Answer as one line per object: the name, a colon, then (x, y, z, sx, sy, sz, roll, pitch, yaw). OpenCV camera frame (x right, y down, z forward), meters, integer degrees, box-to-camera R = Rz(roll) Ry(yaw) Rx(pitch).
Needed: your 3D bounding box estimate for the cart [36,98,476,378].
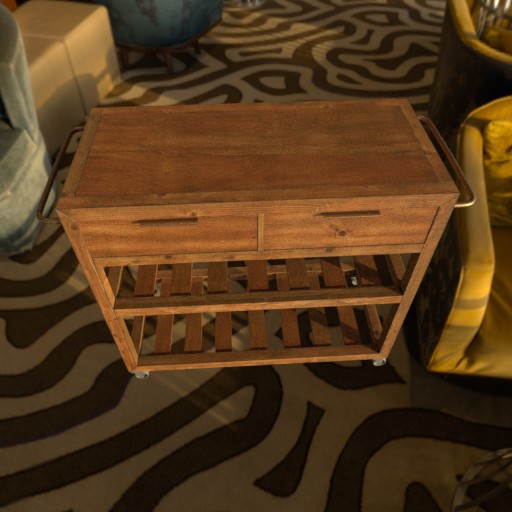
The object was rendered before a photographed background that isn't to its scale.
cart: (0.000, 0.000, 1.442, 1.065, 0.830, 0.445, -3, 48, -2)
